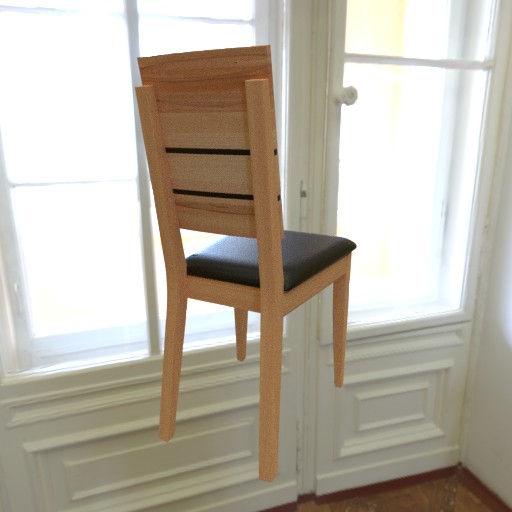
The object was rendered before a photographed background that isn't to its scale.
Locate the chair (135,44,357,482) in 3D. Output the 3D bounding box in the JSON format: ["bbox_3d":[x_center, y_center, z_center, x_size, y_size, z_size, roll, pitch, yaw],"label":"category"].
[{"bbox_3d":[0.000,0.000,1.180,0.410,0.940,0.520,8,18,26],"label":"chair"}]
